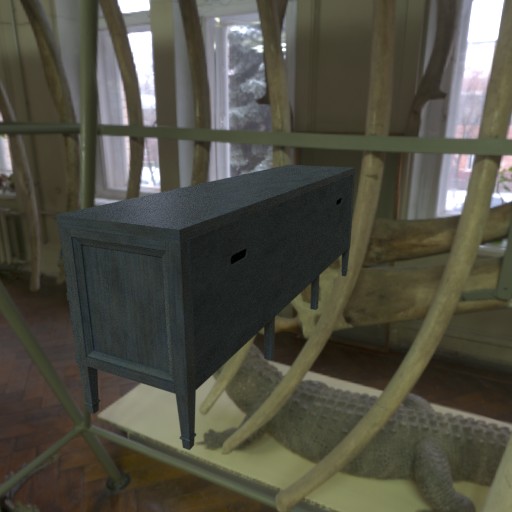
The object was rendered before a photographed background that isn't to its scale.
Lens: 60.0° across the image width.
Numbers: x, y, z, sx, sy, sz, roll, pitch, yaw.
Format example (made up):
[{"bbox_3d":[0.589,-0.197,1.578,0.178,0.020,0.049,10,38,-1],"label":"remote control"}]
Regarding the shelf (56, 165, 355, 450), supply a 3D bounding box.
[{"bbox_3d":[0.000,0.000,2.184,0.471,0.715,1.878,8,19,25],"label":"shelf"}]
